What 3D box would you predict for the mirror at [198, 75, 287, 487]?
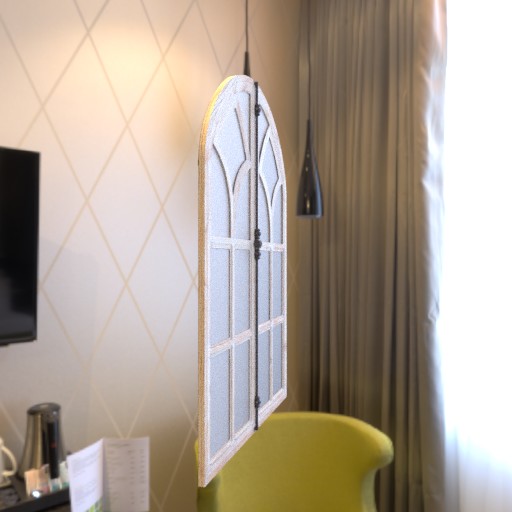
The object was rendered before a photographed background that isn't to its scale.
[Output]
[{"bbox_3d":[0.000,0.000,1.163,0.032,0.915,0.609,0,0,19],"label":"mirror"}]
